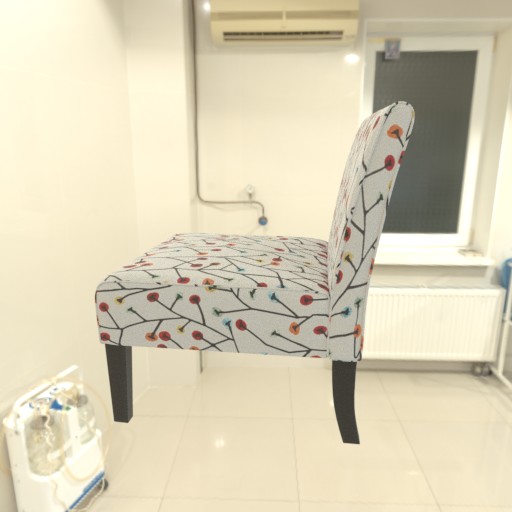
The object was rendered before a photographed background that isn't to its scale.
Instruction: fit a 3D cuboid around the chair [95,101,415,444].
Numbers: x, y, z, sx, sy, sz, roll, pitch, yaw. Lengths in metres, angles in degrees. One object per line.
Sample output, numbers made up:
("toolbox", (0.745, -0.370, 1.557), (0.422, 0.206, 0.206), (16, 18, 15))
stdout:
("chair", (0.000, 0.000, 1.307), (0.732, 0.813, 0.597), (2, 15, 8))
